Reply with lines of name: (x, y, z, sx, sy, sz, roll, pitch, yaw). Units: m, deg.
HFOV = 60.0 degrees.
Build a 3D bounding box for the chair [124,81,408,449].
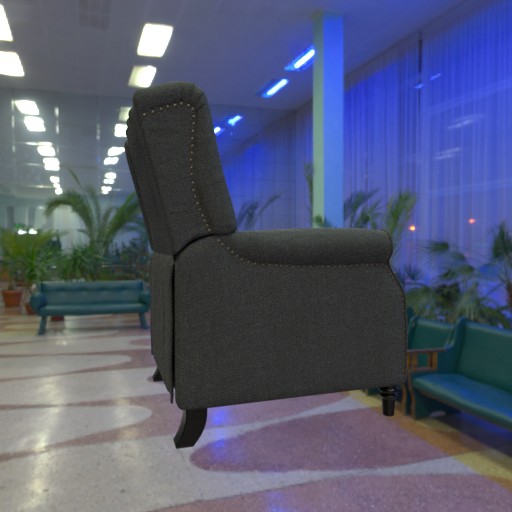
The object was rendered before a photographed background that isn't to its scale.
chair: (0.000, 0.000, 1.611, 0.898, 1.035, 0.742, -1, 2, -19)
